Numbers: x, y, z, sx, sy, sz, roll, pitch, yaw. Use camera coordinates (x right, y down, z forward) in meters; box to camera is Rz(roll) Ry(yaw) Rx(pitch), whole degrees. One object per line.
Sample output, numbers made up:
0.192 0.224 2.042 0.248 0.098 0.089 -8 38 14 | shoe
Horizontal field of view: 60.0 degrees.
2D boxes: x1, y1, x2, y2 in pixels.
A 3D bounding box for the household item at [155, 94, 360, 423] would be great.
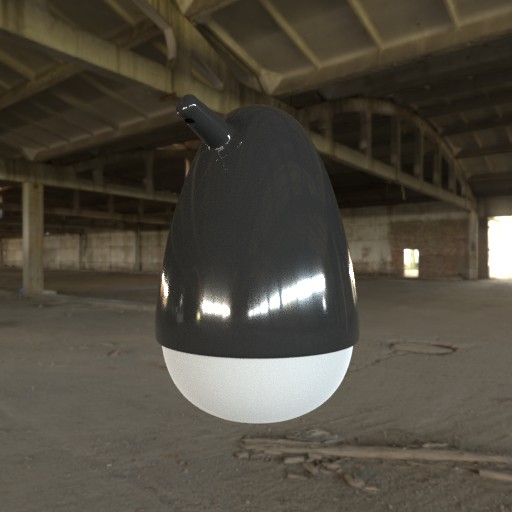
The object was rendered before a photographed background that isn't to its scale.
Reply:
0.000 0.000 0.225 0.102 0.152 0.104 0 0 37 | household item
